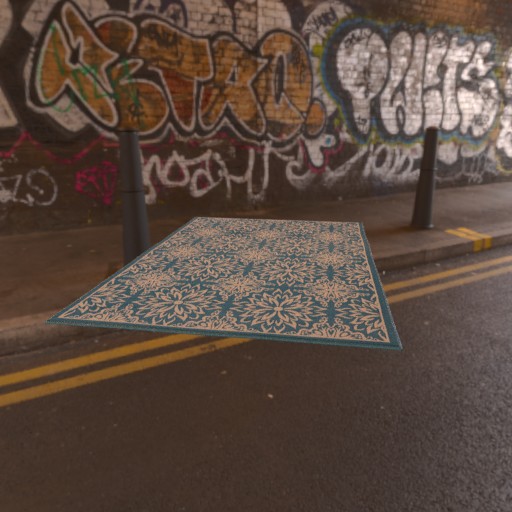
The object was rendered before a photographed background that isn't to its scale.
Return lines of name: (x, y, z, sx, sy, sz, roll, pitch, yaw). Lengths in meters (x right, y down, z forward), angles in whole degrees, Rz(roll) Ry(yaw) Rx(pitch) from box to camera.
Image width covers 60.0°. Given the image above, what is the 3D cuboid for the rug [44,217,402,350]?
rug: (0.000, 0.000, 2.326, 1.211, 0.012, 1.833, 3, 17, 9)
